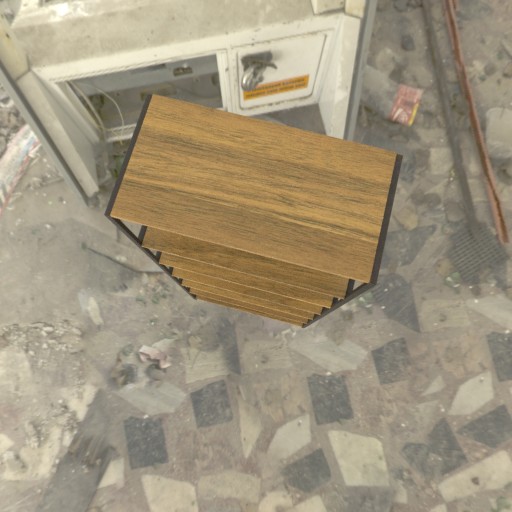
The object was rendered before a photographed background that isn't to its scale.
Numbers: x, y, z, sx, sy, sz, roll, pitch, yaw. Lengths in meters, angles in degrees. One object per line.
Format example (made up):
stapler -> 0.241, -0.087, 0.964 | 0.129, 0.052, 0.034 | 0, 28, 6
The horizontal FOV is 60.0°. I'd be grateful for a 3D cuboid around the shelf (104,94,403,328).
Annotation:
shelf -> 0.000, 0.000, 2.345 | 0.847, 2.015, 0.431 | 14, 78, 3
